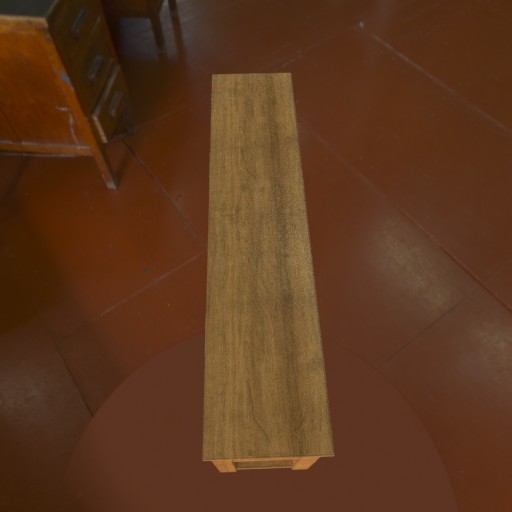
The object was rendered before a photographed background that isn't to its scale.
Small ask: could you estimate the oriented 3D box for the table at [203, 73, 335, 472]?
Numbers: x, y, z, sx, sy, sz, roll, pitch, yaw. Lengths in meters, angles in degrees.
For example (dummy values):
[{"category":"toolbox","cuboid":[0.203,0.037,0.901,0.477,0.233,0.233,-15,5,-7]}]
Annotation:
[{"category":"table","cuboid":[0.000,0.000,2.097,0.425,0.635,1.815,-2,60,-1]}]
